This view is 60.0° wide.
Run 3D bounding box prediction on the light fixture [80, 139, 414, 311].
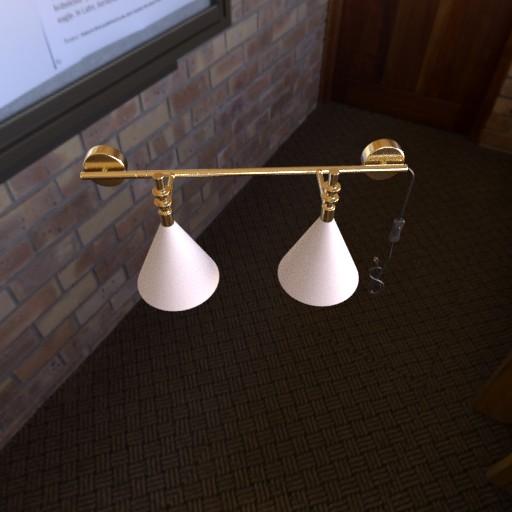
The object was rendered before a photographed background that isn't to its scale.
[{"bbox_3d":[0.000,0.000,0.887,0.642,0.468,0.239,-2,47,-2],"label":"light fixture"}]
